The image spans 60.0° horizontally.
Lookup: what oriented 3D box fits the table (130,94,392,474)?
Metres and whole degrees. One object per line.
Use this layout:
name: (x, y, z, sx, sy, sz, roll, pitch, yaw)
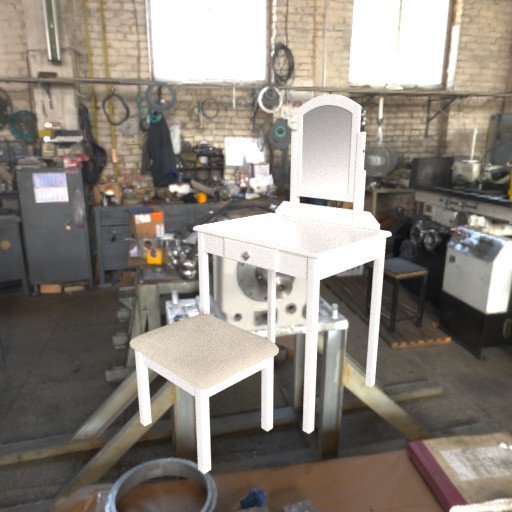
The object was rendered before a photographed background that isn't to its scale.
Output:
table: (0.000, 0.000, 2.269, 0.876, 1.631, 1.211, 14, 21, 42)
